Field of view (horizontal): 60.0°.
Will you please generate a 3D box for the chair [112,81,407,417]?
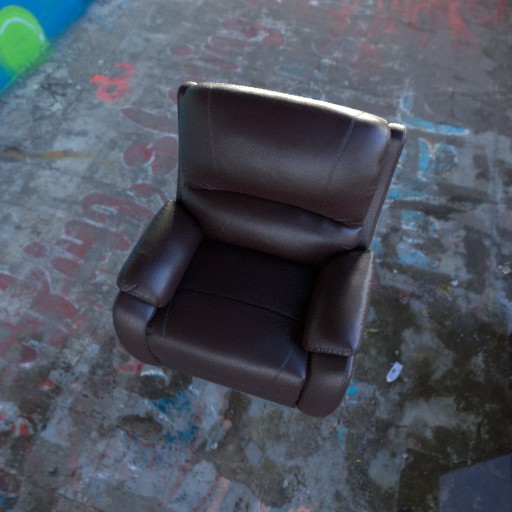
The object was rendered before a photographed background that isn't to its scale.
[{"bbox_3d":[0.000,0.000,1.759,0.930,1.011,0.899,15,59,9],"label":"chair"}]
